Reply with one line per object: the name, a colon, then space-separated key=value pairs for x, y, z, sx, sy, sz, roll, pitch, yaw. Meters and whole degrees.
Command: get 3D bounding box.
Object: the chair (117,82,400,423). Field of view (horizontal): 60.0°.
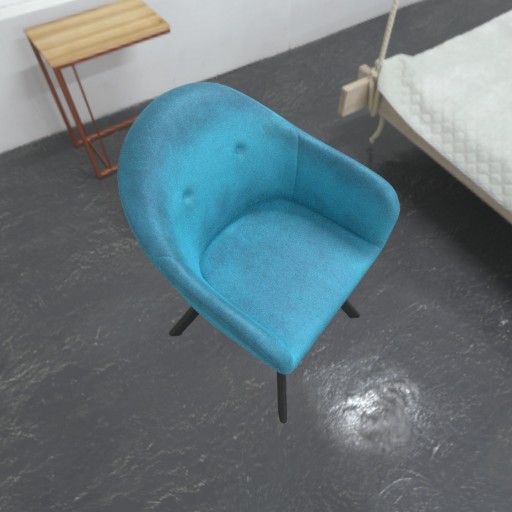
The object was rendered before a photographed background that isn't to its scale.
chair: x=0.000 y=0.000 z=1.204 sx=0.570 sy=0.780 sz=0.540 roll=33 pitch=63 yaw=19
